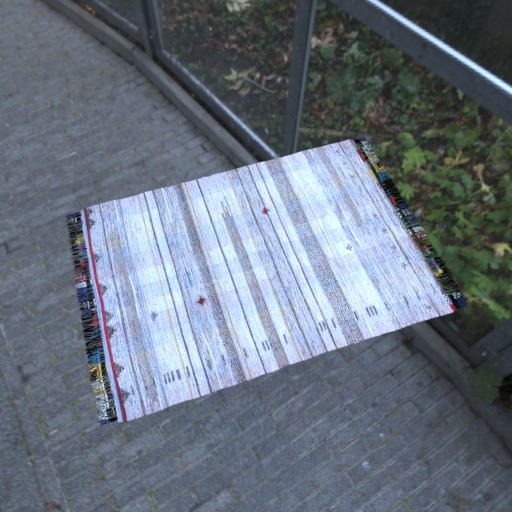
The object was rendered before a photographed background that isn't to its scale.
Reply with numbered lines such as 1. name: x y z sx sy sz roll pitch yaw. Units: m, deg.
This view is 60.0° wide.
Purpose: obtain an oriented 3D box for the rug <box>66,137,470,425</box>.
1. rug: 0.000 0.000 2.322 1.848 0.012 1.217 -16 61 -9
